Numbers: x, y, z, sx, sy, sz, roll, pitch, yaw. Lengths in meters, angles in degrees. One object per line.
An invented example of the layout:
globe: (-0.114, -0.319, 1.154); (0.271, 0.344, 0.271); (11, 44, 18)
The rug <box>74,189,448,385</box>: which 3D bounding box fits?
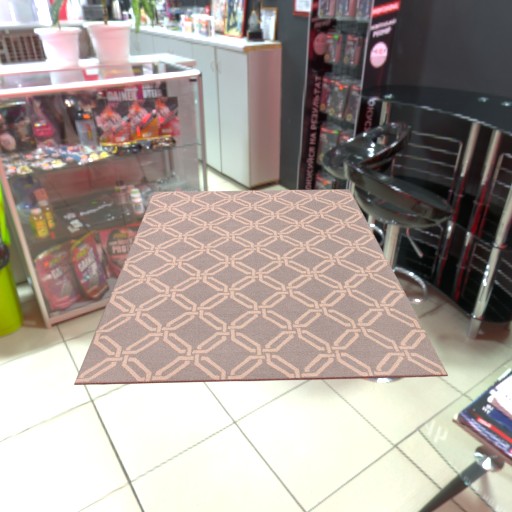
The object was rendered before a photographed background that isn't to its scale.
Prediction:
rug: (0.000, 0.000, 3.933); (2.288, 0.018, 2.895); (-1, 32, -1)
